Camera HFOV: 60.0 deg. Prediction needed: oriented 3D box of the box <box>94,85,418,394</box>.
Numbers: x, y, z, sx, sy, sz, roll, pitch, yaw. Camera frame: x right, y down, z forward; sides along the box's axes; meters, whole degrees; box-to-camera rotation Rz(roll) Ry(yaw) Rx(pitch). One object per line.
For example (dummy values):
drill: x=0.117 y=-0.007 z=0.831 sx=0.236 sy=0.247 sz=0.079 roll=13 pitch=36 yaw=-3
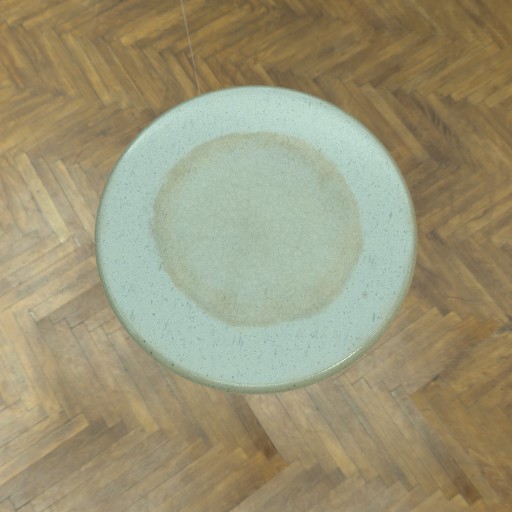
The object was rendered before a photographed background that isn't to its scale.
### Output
box: x=0.000 y=0.000 z=0.266 sx=0.154 sy=0.123 sz=0.154 roll=0 pitch=75 yaw=0
